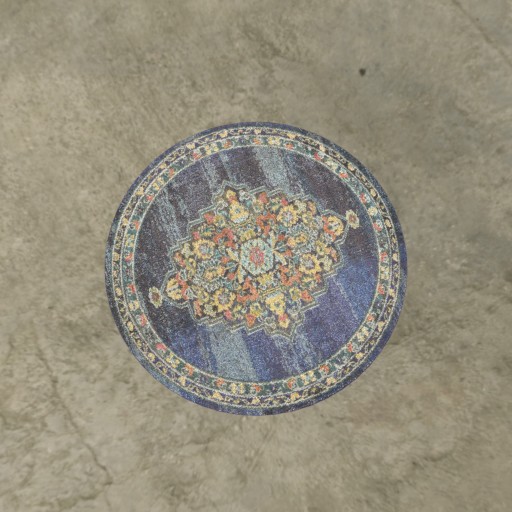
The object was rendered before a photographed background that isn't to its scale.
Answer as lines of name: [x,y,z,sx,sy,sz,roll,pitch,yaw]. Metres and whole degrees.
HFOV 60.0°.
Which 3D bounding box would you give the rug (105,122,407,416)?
rug: [0.000,0.000,3.504,2.386,0.014,2.386,0,75,0]
